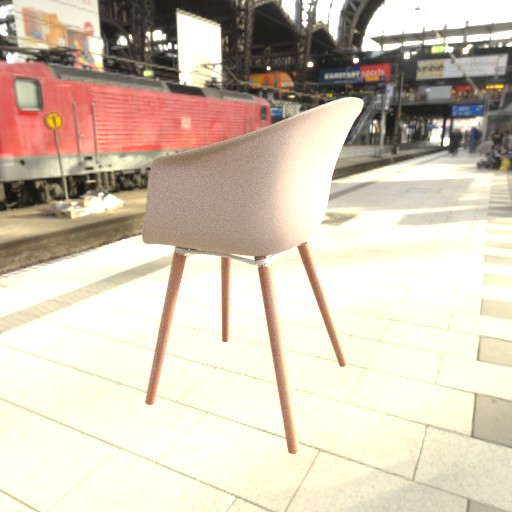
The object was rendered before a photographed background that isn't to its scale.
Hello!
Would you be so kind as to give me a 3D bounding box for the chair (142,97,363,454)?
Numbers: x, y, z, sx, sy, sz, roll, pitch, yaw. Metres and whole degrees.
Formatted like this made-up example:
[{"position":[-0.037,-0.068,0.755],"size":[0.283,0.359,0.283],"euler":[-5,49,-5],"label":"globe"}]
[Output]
[{"position":[0.000,0.000,1.184],"size":[0.504,0.781,0.593],"euler":[7,17,25],"label":"chair"}]
